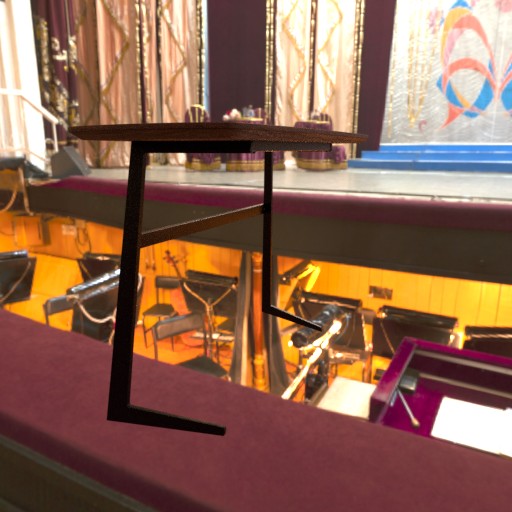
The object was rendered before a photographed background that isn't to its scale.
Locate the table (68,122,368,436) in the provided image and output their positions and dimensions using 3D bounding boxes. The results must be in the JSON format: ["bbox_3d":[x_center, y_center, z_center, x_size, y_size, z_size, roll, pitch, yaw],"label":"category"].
[{"bbox_3d":[0.000,0.000,1.070,0.361,0.576,0.804,7,15,27],"label":"table"}]
